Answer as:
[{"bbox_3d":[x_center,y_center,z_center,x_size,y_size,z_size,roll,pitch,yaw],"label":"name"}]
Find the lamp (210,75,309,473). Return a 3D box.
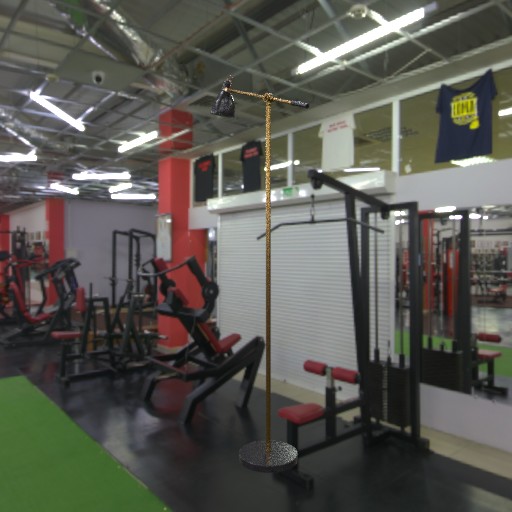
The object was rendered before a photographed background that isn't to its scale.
[{"bbox_3d":[0.000,0.000,1.846,0.235,1.628,0.618,0,0,-37],"label":"lamp"}]
